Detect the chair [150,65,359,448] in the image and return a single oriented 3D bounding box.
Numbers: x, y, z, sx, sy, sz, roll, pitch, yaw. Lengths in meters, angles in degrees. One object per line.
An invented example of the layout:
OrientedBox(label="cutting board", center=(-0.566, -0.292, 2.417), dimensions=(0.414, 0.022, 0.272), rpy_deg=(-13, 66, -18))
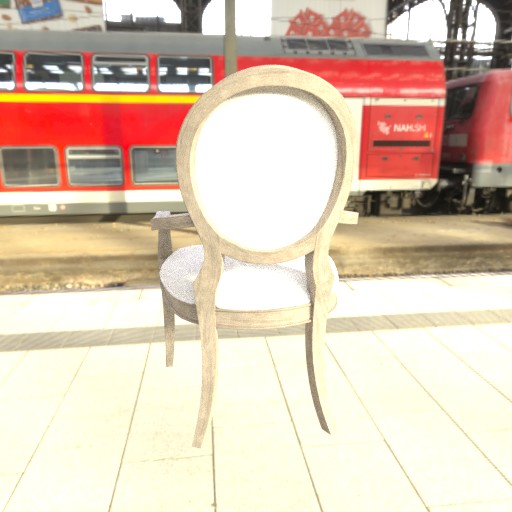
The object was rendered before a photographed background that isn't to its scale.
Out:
OrientedBox(label="chair", center=(0.000, 0.000, 1.336), dimensions=(0.611, 0.991, 0.602), rpy_deg=(-2, 15, -9))
